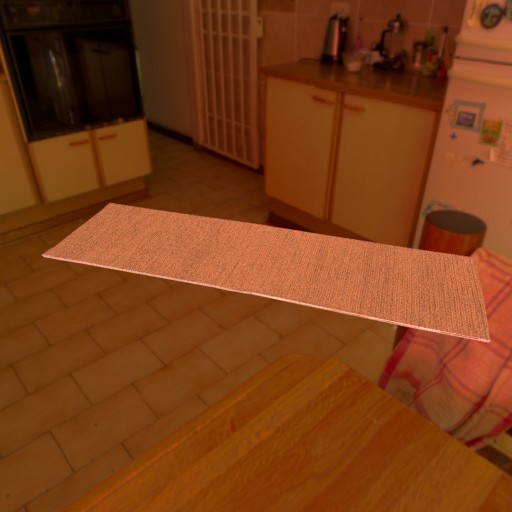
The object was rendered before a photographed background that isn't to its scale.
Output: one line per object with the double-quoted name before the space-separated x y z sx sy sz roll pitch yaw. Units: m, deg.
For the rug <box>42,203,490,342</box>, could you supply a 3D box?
"rug" 0.000 0.000 2.458 2.320 0.032 0.692 10 33 15
